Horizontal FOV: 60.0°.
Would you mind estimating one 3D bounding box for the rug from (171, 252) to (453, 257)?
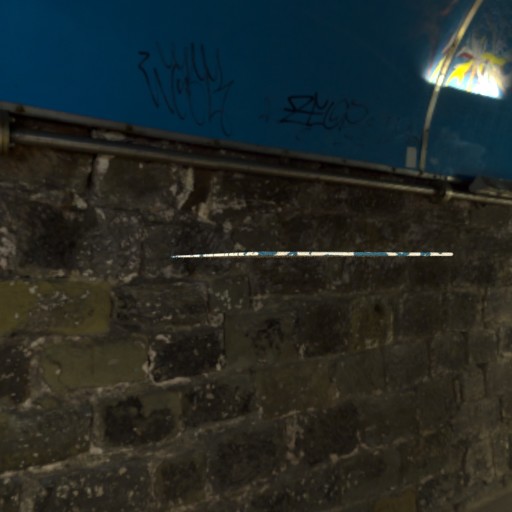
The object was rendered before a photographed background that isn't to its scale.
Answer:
[{"bbox_3d":[0.000,0.000,2.657,0.750,0.011,2.435,0,0,-17],"label":"rug"}]
